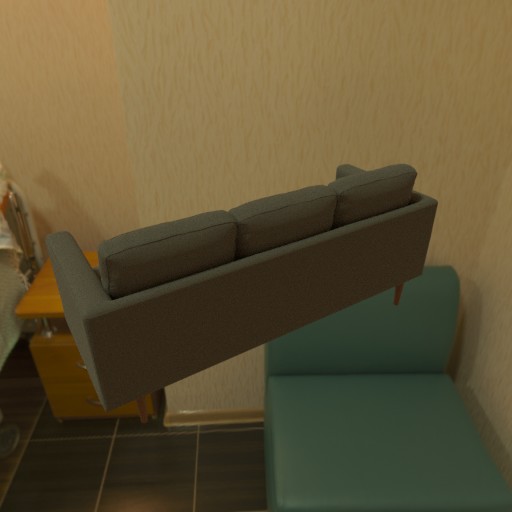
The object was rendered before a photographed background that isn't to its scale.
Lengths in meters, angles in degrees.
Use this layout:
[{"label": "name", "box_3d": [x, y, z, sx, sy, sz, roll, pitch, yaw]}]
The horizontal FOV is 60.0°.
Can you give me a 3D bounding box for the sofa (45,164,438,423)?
[{"label": "sofa", "box_3d": [0.000, 0.000, 2.514, 2.029, 0.912, 0.802, -18, 35, -28]}]
